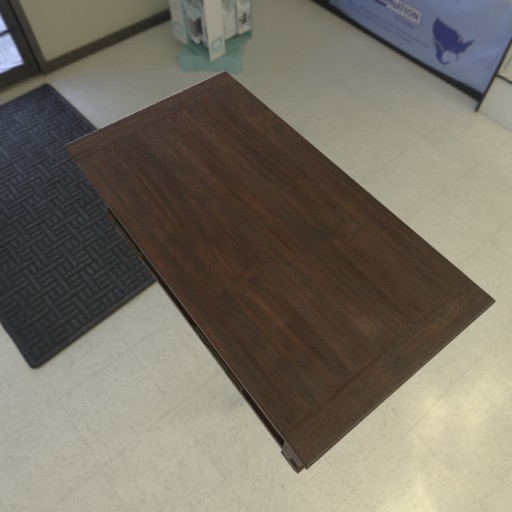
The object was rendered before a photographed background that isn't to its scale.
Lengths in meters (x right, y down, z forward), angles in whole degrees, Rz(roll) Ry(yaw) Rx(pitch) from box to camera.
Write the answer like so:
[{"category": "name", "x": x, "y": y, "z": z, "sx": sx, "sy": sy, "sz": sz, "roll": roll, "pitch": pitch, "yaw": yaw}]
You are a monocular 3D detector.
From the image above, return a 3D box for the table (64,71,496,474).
[{"category": "table", "x": 0.000, "y": 0.000, "z": 1.569, "sx": 0.700, "sy": 0.494, "sz": 1.270, "roll": -33, "pitch": 63, "yaw": -19}]
